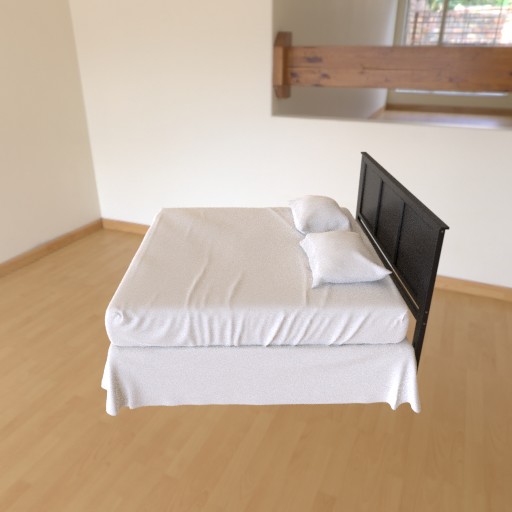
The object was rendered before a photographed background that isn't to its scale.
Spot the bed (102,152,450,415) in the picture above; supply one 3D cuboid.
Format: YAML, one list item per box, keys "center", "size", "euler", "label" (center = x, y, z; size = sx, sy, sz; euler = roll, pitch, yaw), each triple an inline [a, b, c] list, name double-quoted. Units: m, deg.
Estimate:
- center: [0.000, 0.000, 3.681]
  size: [2.219, 1.271, 2.315]
  euler: [0, 25, -1]
  label: "bed"
